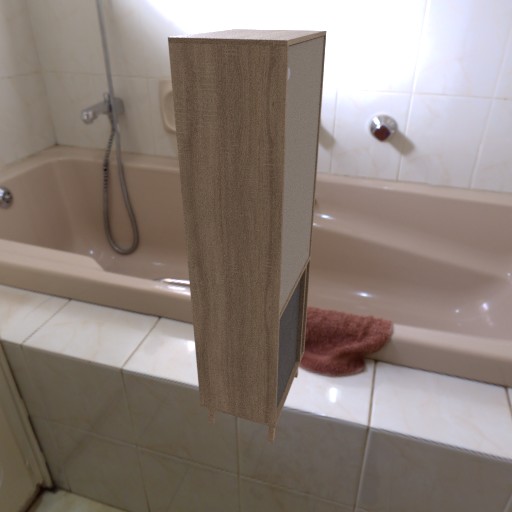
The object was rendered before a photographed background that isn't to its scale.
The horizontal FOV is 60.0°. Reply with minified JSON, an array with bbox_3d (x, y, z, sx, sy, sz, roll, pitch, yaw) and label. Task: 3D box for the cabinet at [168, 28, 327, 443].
[{"bbox_3d":[0.000,0.000,2.058,0.400,1.850,0.570,10,31,17],"label":"cabinet"}]
